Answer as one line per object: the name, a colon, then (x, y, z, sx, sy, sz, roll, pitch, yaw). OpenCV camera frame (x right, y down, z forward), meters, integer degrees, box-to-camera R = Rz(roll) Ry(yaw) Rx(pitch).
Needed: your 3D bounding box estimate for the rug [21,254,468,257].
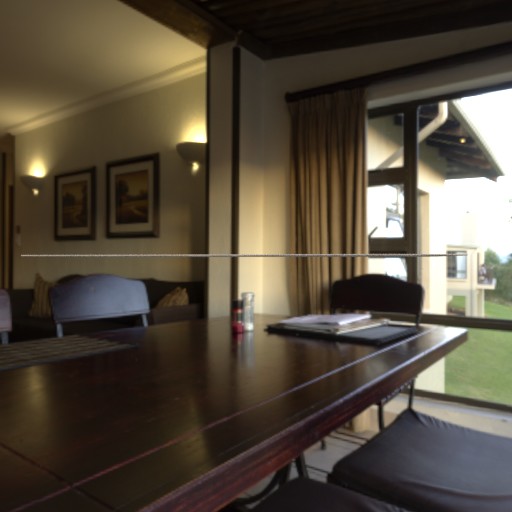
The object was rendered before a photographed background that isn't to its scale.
rug: (0.000, 0.000, 2.866, 2.286, 0.006, 1.524, 0, 0, 18)
